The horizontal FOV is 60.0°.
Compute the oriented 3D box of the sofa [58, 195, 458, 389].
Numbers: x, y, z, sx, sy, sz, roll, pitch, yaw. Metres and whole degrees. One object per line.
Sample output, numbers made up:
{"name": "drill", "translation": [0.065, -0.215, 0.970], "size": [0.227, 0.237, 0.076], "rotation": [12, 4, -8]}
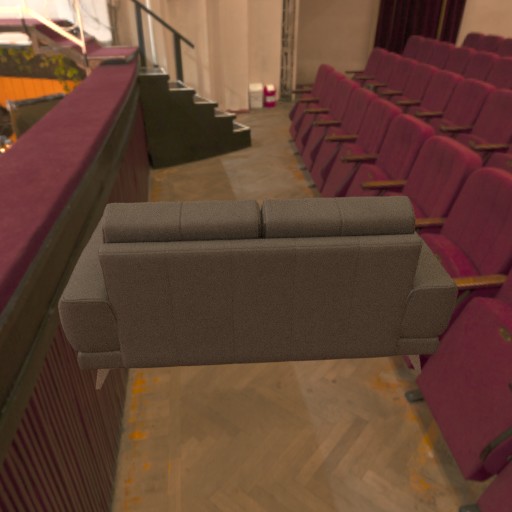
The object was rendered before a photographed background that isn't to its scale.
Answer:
{"name": "sofa", "translation": [0.000, 0.000, 2.393], "size": [1.806, 0.907, 1.018], "rotation": [-2, 31, -3]}
